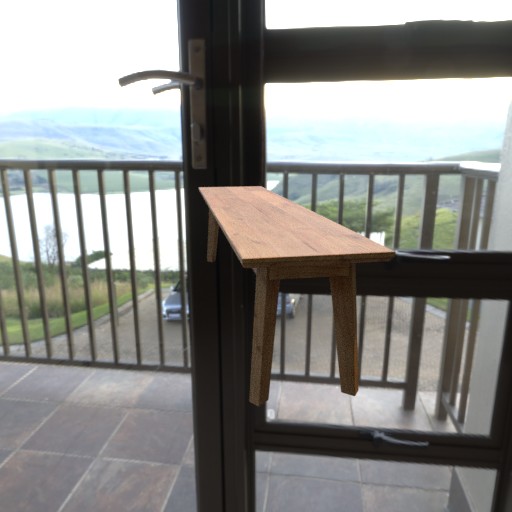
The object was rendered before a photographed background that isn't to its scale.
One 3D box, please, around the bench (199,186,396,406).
[{"bbox_3d":[0.000,0.000,1.904,0.378,0.431,1.698,-3,15,-10],"label":"bench"}]
